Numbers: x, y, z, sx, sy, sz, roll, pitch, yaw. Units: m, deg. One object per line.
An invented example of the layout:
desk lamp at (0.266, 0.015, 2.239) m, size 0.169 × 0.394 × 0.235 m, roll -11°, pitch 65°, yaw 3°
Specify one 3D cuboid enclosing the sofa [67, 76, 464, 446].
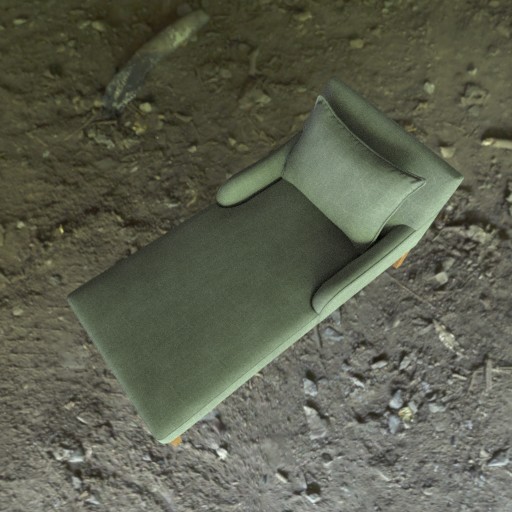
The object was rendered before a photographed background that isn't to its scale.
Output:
sofa at (0.000, 0.000, 2.289) m, size 1.779 × 0.859 × 0.894 m, roll -35°, pitch 67°, yaw -17°
